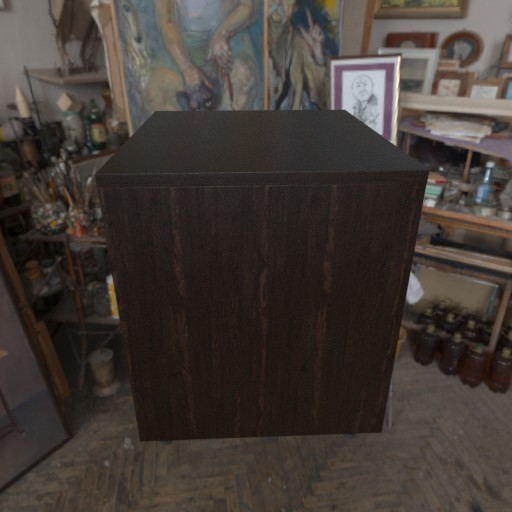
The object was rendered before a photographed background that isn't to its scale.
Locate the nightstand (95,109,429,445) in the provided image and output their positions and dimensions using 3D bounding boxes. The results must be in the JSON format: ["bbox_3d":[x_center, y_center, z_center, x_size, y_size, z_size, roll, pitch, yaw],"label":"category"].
[{"bbox_3d":[0.000,0.000,0.890,0.427,0.487,0.489,-1,27,-2],"label":"nightstand"}]
